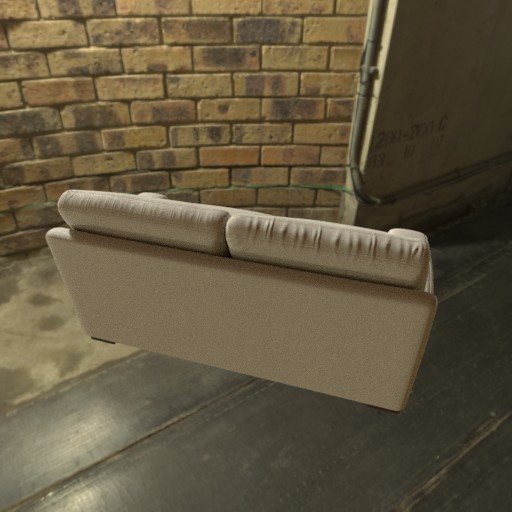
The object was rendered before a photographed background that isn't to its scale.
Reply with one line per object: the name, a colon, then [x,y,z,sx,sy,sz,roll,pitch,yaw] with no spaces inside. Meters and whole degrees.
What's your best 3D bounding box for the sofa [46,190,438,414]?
sofa: [0.000,0.000,2.528,1.880,0.940,1.143,10,35,15]
